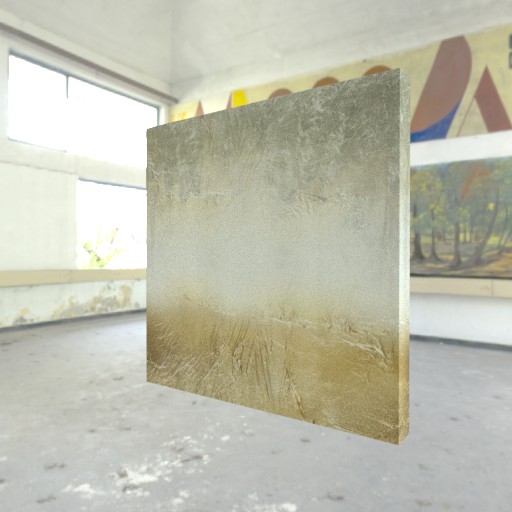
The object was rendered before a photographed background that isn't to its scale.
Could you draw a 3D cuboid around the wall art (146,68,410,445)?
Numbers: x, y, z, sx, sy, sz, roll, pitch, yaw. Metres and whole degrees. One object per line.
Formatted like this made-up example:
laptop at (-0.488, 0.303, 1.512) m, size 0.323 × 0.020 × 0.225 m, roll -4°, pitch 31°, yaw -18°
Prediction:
wall art at (0.000, 0.000, 0.610) m, size 0.405 × 0.407 × 0.038 m, roll 0°, pitch 1°, yaw 35°
